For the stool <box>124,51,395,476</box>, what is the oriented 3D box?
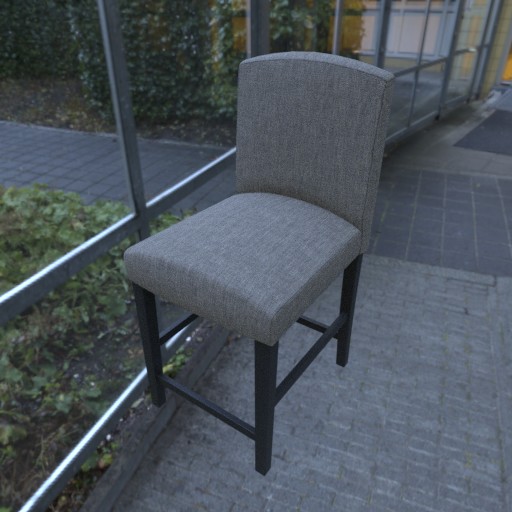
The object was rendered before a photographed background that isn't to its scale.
[{"bbox_3d":[0.000,0.000,1.199,0.451,0.966,0.552,20,36,30],"label":"stool"}]
